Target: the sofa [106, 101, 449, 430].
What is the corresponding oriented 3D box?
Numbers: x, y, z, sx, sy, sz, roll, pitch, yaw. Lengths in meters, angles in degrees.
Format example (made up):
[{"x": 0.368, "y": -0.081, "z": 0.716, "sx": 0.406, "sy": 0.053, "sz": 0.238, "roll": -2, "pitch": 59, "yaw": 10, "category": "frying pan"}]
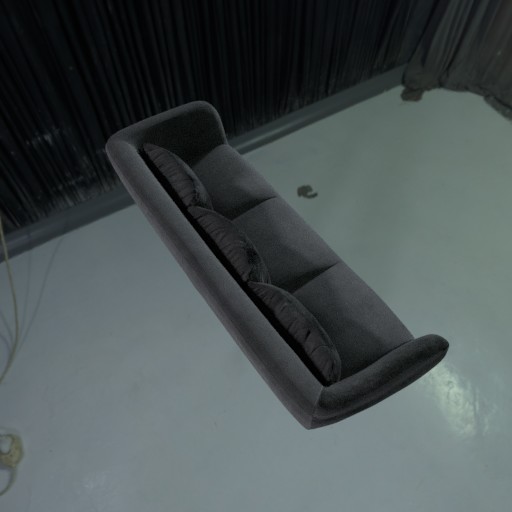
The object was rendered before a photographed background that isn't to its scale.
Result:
[{"x": 0.000, "y": 0.000, "z": 2.777, "sx": 0.956, "sy": 0.875, "sz": 2.296, "roll": -31, "pitch": 62, "yaw": -18, "category": "sofa"}]
